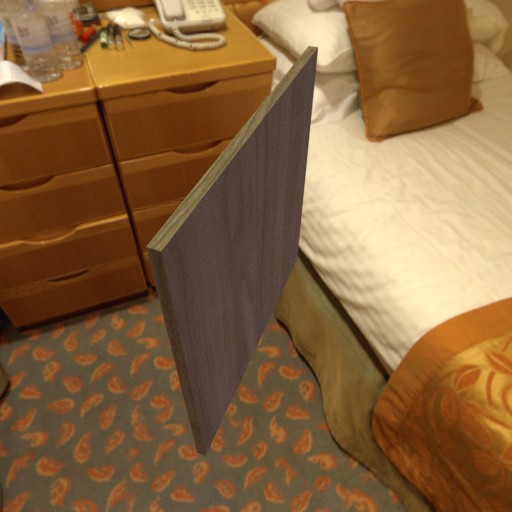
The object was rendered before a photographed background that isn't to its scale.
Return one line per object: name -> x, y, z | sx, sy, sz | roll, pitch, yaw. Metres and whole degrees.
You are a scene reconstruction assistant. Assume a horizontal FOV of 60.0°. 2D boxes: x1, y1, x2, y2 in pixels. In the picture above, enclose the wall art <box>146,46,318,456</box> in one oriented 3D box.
wall art -> 0.000, 0.000, 0.752 | 0.016, 0.507, 0.508 | 16, 48, 15
